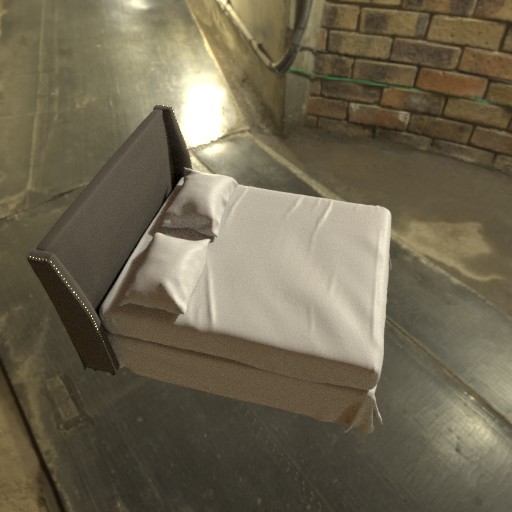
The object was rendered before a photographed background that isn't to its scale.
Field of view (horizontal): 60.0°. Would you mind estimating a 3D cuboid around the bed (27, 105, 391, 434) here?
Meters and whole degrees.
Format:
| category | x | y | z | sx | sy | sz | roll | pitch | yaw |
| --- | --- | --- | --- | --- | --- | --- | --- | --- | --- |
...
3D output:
| category | x | y | z | sx | sy | sz | roll | pitch | yaw |
| --- | --- | --- | --- | --- | --- | --- | --- | --- | --- |
| bed | 0.000 | 0.000 | 3.448 | 2.276 | 1.332 | 1.925 | 10 | 47 | 10 |
